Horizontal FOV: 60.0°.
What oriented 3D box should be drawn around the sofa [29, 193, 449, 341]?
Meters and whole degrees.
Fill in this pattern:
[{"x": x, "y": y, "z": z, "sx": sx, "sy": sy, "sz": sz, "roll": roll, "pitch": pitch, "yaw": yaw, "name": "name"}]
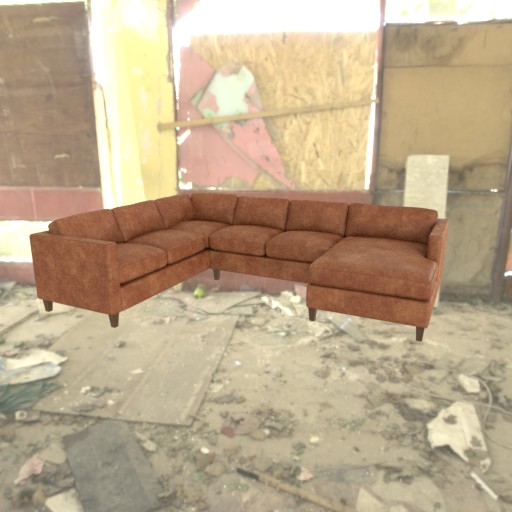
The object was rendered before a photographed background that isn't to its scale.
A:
[{"x": 0.000, "y": 0.000, "z": 4.376, "sx": 3.324, "sy": 0.888, "sz": 2.452, "roll": 7, "pitch": 17, "yaw": 25, "name": "sofa"}]
